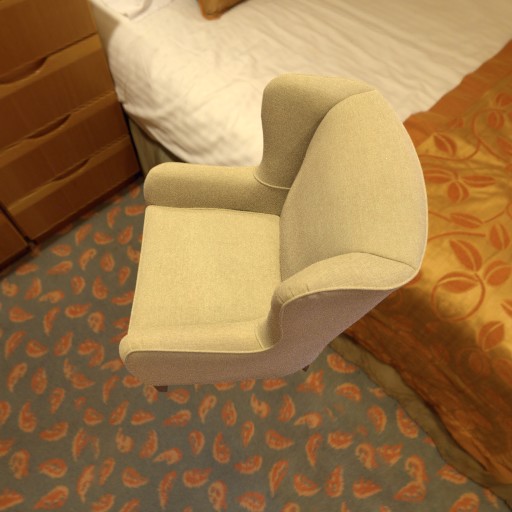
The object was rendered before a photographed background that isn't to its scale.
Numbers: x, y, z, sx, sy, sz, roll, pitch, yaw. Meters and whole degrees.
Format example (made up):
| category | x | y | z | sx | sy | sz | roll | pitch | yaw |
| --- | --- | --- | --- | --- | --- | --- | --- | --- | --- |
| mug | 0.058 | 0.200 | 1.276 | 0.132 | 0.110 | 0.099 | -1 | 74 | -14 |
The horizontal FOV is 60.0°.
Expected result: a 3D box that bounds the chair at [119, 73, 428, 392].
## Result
| category | x | y | z | sx | sy | sz | roll | pitch | yaw |
| --- | --- | --- | --- | --- | --- | --- | --- | --- | --- |
| chair | 0.000 | 0.000 | 1.707 | 0.966 | 1.040 | 0.838 | -1 | 59 | 0 |
